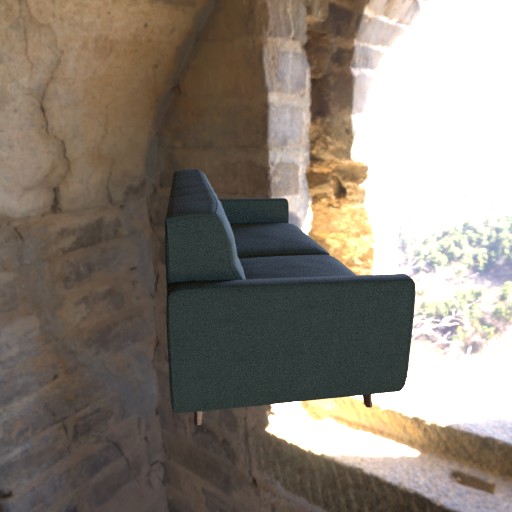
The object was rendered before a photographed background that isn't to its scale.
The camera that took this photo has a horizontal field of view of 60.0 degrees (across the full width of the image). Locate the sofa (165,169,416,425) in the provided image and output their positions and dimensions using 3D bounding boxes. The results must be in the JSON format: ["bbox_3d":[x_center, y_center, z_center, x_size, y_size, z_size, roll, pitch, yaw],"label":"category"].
[{"bbox_3d":[0.000,0.000,2.460,0.909,0.841,2.029,-3,16,-9],"label":"sofa"}]
